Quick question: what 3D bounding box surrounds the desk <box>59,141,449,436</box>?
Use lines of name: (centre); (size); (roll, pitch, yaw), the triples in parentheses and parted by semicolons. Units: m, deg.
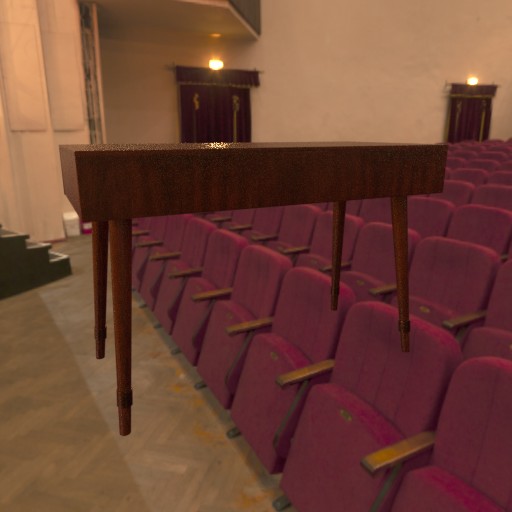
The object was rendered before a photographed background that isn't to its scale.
desk: (0.000, 0.000, 2.113); (1.577, 1.031, 0.734); (-8, 17, -26)
